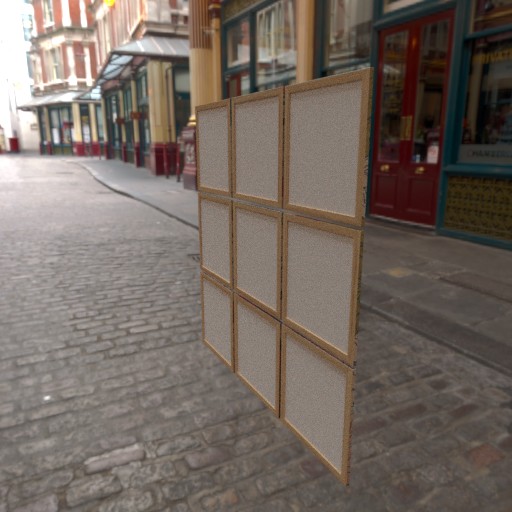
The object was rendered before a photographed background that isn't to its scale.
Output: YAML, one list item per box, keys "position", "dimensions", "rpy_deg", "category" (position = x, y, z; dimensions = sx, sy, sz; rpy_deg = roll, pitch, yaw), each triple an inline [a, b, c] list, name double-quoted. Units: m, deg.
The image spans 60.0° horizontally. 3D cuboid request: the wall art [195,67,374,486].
- position: [0.000, 0.000, 1.754]
  dimensions: [0.013, 1.218, 1.206]
  rpy_deg: [-7, 16, -27]
  category: "wall art"
